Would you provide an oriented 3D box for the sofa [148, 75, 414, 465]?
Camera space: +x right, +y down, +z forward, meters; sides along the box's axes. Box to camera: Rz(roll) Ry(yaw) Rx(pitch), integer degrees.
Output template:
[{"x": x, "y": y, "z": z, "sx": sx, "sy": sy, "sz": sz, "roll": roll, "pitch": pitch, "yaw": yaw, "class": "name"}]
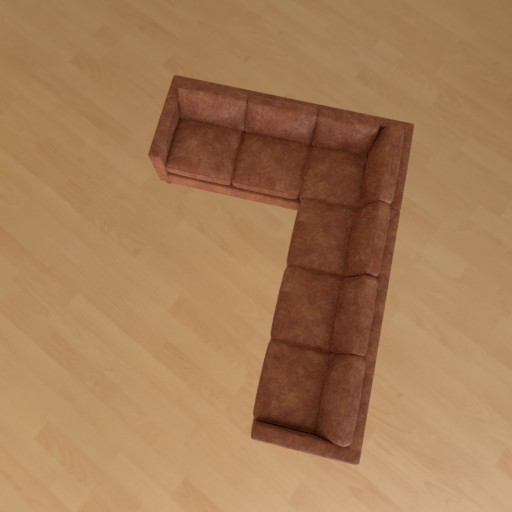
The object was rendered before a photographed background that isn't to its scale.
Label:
[{"x": 0.000, "y": 0.000, "z": 4.260, "sx": 2.438, "sy": 0.838, "sz": 3.150, "roll": 13, "pitch": 76, "yaw": 3, "class": "sofa"}]
